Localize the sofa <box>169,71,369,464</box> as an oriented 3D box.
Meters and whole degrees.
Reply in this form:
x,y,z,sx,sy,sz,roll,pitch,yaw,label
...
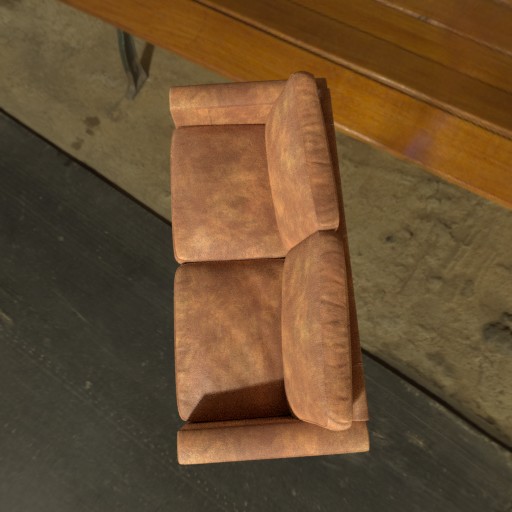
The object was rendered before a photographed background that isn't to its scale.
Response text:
x,y,z,sx,sy,sz,roll,pitch,yaw,label
0.000,0.000,2.614,1.016,0.873,2.179,-4,76,-1,sofa
